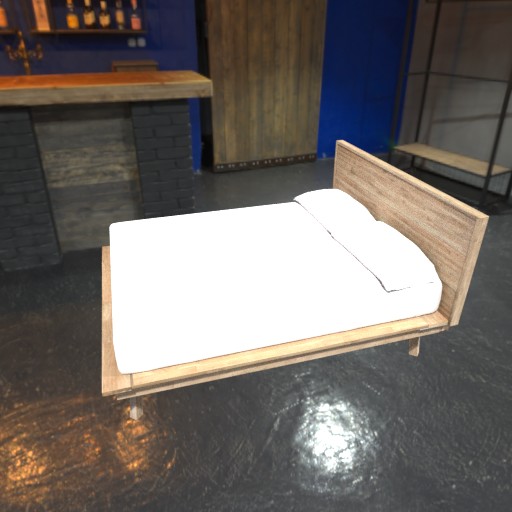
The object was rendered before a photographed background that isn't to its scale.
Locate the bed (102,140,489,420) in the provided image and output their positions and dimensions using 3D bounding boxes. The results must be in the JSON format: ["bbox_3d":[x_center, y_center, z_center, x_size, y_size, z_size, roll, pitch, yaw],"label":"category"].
[{"bbox_3d":[0.000,0.000,3.144,2.145,1.071,1.759,-8,30,-15],"label":"bed"}]
